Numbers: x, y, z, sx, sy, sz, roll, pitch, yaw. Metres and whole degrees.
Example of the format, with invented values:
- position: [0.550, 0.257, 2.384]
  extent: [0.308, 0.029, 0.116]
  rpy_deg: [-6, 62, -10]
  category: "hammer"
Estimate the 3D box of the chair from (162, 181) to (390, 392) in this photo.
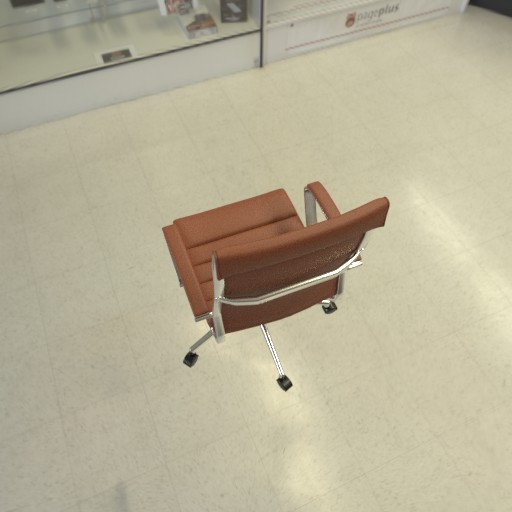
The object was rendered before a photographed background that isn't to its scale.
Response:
- position: [0.000, 0.000, 1.642]
  extent: [0.766, 1.149, 0.739]
  rpy_deg: [-18, 59, -11]
  category: "chair"
